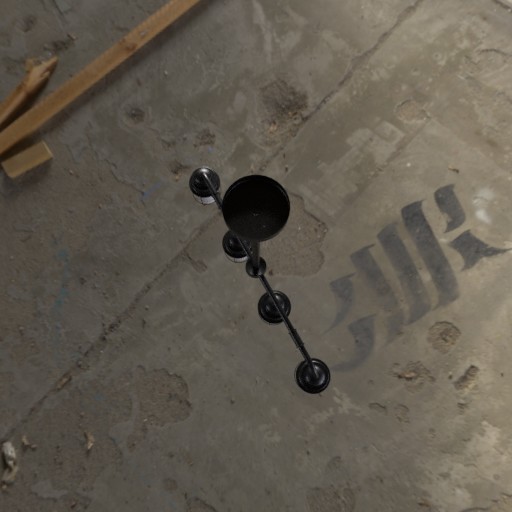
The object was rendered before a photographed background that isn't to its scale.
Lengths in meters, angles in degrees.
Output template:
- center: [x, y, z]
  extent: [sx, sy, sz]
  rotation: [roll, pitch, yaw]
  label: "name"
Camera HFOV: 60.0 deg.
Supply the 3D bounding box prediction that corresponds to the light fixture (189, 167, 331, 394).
- center: [0.000, 0.000, 1.228]
  extent: [0.131, 0.785, 0.852]
  rotation: [-28, 78, -7]
  label: "light fixture"
